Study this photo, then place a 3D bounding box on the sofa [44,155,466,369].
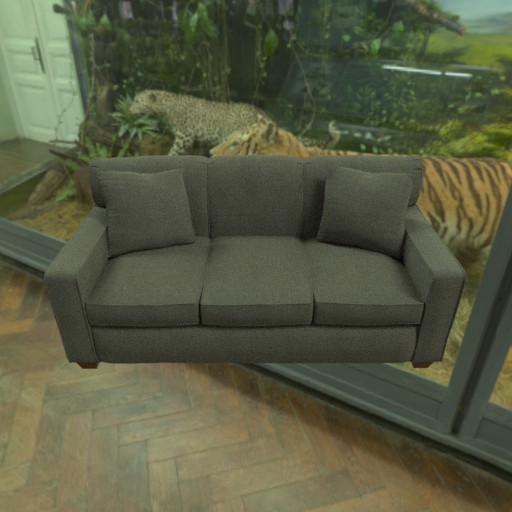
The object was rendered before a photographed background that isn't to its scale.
[{"bbox_3d":[0.000,0.000,2.555,2.024,0.958,0.997,0,31,0],"label":"sofa"}]
